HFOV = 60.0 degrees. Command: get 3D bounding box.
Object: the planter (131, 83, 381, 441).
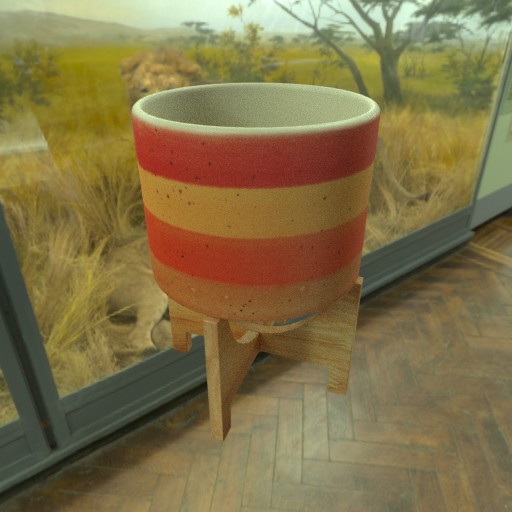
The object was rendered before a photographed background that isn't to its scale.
[{"bbox_3d":[0.000,0.000,0.562,0.269,0.379,0.269,0,29,0],"label":"planter"}]
